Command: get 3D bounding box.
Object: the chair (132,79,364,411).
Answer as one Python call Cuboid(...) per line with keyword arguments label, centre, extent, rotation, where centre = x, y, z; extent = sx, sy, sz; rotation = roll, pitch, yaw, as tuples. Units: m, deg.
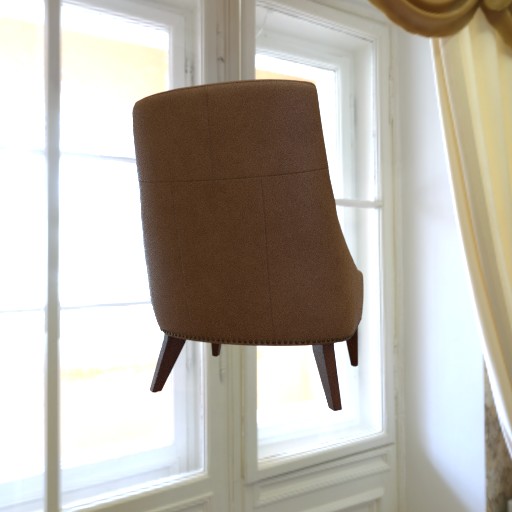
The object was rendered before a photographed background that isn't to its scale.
Cuboid(label="chair", centre=(0.000, 0.000, 1.558), extent=(0.701, 0.909, 0.861), rotation=(0, 0, 17))
